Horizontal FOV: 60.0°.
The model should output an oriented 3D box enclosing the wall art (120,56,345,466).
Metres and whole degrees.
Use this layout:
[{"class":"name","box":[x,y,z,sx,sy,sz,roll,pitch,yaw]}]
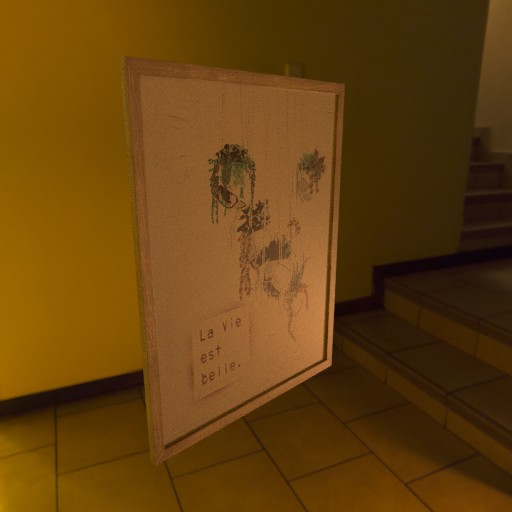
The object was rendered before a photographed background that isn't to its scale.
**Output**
[{"class":"wall art","box":[0.000,0.000,1.332,0.781,1.022,0.035,-14,21,-42]}]
